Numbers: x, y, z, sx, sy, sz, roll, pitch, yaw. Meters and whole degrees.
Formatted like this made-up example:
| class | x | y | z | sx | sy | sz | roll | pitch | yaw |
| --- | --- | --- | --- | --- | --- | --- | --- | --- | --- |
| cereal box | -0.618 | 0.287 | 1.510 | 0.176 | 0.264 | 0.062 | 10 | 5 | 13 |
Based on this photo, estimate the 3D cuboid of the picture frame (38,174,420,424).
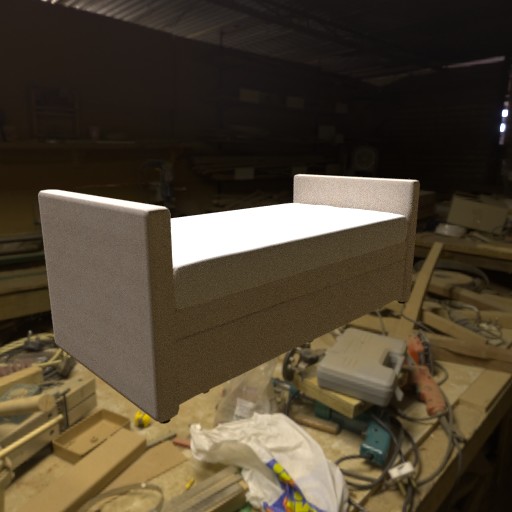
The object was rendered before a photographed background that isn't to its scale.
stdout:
| class | x | y | z | sx | sy | sz | roll | pitch | yaw |
| --- | --- | --- | --- | --- | --- | --- | --- | --- | --- |
| picture frame | 0.000 | 0.000 | 2.783 | 1.069 | 0.891 | 2.161 | 13 | 19 | 43 |
